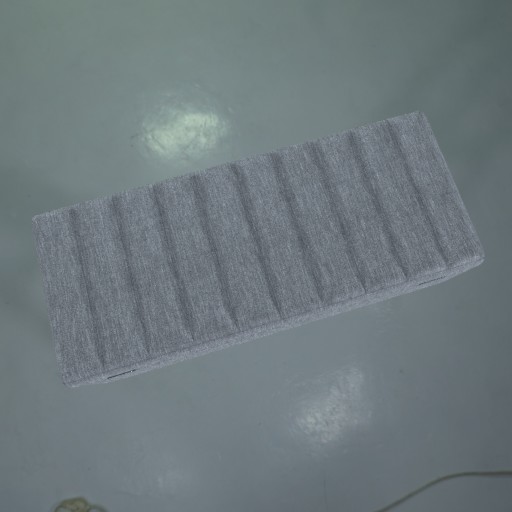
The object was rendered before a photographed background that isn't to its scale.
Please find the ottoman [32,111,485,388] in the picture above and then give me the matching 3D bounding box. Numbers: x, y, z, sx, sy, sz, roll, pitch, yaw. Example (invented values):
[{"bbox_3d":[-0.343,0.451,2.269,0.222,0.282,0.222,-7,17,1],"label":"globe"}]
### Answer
[{"bbox_3d":[0.000,0.000,1.382,1.151,0.469,0.482,-16,77,-4],"label":"ottoman"}]
